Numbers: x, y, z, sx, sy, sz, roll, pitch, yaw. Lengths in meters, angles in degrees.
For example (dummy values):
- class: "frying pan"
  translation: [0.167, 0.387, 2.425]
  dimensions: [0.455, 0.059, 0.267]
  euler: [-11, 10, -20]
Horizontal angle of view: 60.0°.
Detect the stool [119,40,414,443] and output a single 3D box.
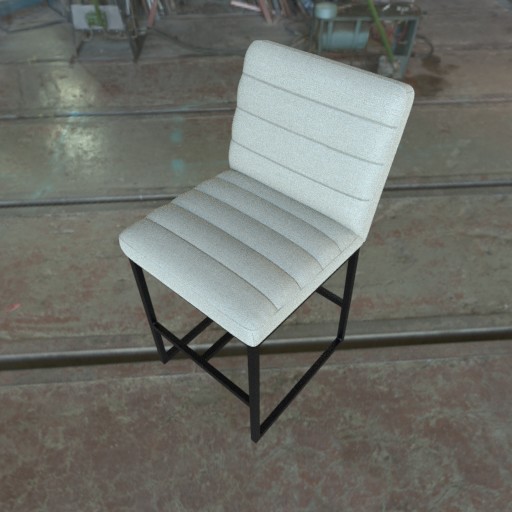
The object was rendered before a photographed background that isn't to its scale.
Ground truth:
- class: "stool"
  translation: [0.000, 0.000, 1.243]
  dimensions: [0.460, 0.940, 0.560]
  euler: [31, 53, 27]
